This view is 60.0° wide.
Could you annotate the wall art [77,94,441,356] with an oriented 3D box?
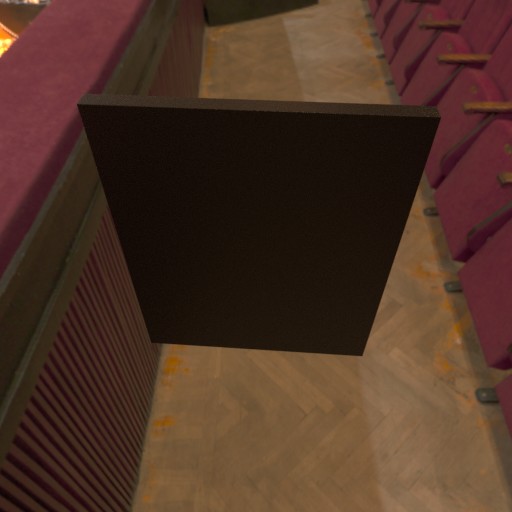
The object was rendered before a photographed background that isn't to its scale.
[{"bbox_3d":[0.000,0.000,0.766,0.457,0.557,0.028,3,46,3],"label":"wall art"}]
